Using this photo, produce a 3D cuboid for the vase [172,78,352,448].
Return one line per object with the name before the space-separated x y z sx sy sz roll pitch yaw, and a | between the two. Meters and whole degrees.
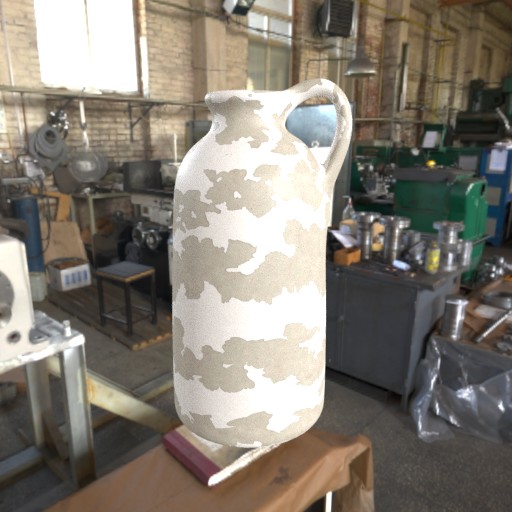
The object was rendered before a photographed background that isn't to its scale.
vase | 0.000 0.000 0.513 0.203 0.382 0.186 2 15 9
